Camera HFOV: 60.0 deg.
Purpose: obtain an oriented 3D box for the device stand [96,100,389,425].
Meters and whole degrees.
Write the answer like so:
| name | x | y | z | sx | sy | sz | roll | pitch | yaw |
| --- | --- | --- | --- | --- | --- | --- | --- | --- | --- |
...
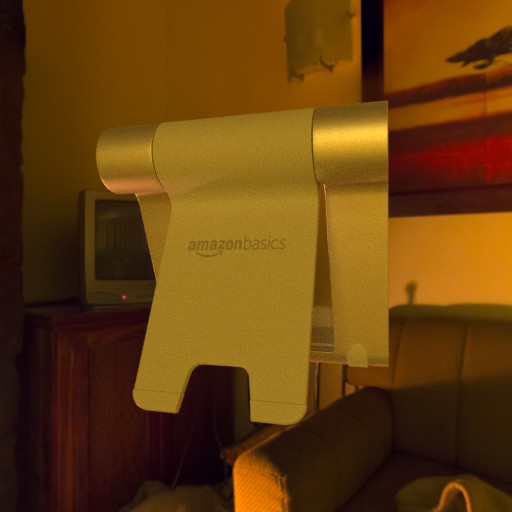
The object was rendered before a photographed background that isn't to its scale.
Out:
| name | x | y | z | sx | sy | sz | roll | pitch | yaw |
| --- | --- | --- | --- | --- | --- | --- | --- | --- | --- |
| device stand | 0.000 | 0.000 | 0.150 | 0.086 | 0.084 | 0.079 | 0 | -1 | 17 |
